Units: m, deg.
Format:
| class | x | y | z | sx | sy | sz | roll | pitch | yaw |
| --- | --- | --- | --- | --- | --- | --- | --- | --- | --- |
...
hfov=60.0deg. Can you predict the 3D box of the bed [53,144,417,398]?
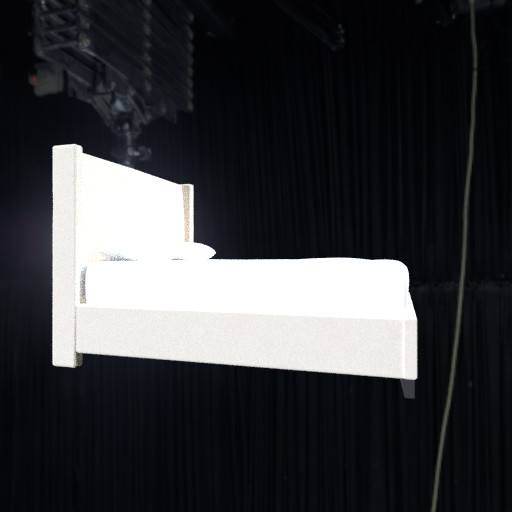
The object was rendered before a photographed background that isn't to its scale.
| class | x | y | z | sx | sy | sz | roll | pitch | yaw |
| --- | --- | --- | --- | --- | --- | --- | --- | --- | --- |
| bed | 0.000 | 0.000 | 3.452 | 2.293 | 1.471 | 1.778 | 0 | 0 | 18 |
